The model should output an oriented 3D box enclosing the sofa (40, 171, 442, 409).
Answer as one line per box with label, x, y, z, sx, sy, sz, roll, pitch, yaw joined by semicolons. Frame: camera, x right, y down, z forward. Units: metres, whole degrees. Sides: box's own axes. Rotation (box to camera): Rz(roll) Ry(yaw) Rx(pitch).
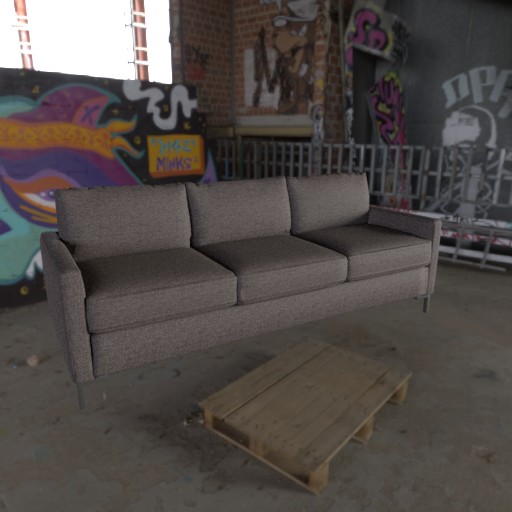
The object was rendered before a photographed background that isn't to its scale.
sofa;0.000;0.000;2.634;2.253;0.882;0.876;-9;18;-28
